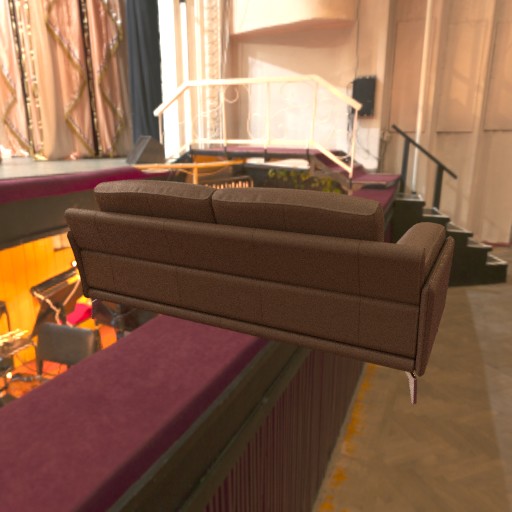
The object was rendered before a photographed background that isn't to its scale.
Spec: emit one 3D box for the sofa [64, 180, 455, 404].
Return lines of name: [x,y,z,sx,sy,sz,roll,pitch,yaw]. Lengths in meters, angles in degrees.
sofa: [0.000,0.000,2.660,2.101,0.930,1.049,8,18,27]
